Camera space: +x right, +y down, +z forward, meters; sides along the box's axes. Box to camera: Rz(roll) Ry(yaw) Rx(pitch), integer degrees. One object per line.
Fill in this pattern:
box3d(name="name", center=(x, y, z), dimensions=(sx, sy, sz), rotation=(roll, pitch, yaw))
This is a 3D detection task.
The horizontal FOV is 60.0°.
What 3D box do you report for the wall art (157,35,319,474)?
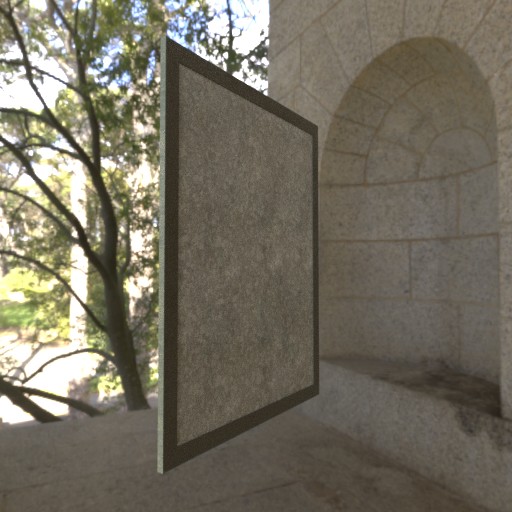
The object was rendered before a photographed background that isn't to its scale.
box3d(name="wall art", center=(0.000, 0.000, 1.317), dimensions=(0.030, 0.983, 0.767), rotation=(-1, -2, 35))
